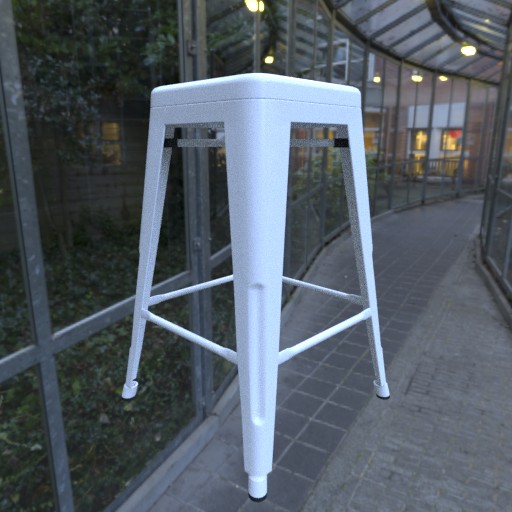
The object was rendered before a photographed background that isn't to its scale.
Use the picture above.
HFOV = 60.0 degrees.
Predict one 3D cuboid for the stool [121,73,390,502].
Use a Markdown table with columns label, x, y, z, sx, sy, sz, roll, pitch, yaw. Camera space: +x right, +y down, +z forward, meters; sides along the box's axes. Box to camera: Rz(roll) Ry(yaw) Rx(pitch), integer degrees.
| label | x | y | z | sx | sy | sz | roll | pitch | yaw |
| --- | --- | --- | --- | --- | --- | --- | --- | --- | --- |
| stool | 0.000 | 0.000 | 0.854 | 0.406 | 0.610 | 0.406 | 14 | 20 | 43 |
